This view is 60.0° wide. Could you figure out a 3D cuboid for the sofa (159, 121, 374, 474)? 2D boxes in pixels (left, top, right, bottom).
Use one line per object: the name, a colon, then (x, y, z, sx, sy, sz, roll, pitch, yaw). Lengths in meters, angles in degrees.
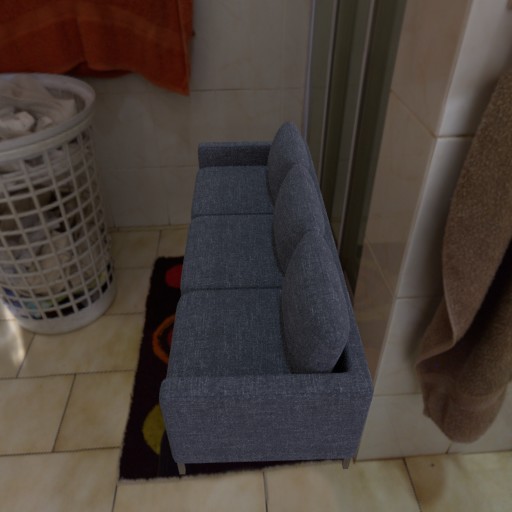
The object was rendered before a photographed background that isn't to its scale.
sofa: (0.000, 0.000, 2.681, 0.859, 0.874, 2.218, -1, 40, -1)
